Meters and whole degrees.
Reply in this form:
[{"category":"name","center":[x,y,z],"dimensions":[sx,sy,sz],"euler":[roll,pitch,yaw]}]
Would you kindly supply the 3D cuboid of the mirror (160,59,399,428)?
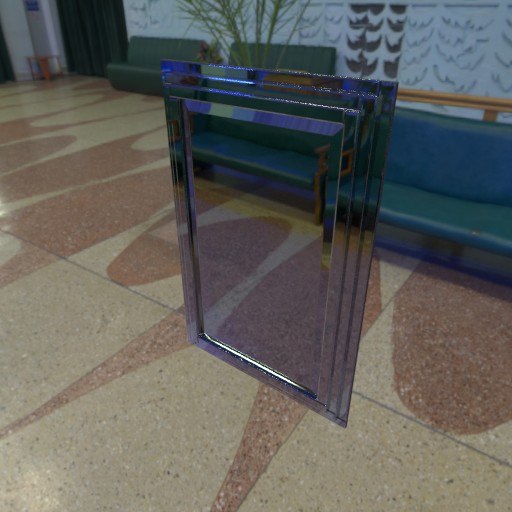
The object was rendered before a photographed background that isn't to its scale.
[{"category":"mirror","center":[0.000,0.000,1.169],"dimensions":[0.613,0.914,0.039],"euler":[21,36,31]}]
